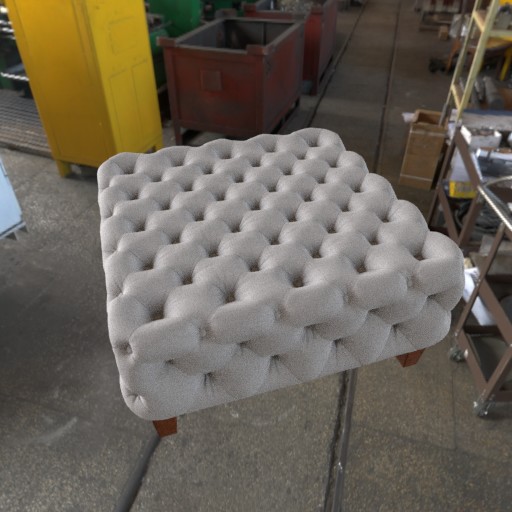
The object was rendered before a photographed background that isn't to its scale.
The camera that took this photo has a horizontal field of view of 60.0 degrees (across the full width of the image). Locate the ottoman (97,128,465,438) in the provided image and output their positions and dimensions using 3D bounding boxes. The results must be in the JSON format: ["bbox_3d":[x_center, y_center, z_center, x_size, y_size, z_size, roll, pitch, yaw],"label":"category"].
[{"bbox_3d":[0.000,0.000,1.187,0.758,0.365,0.764,-11,40,-14],"label":"ottoman"}]
